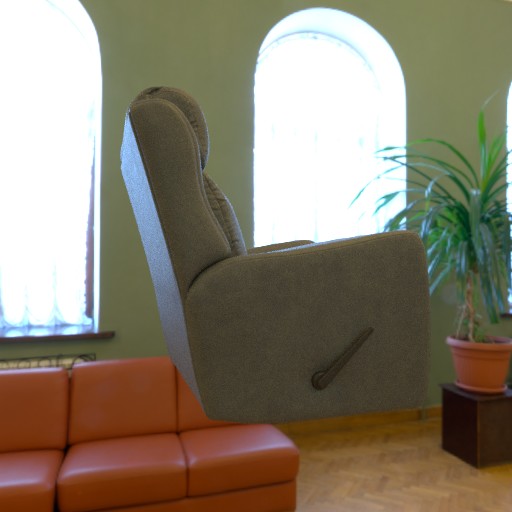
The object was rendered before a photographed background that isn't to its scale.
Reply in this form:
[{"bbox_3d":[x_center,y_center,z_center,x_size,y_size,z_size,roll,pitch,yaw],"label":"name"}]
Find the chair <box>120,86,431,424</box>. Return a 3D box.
[{"bbox_3d":[0.000,0.000,1.843,1.068,1.116,0.967,0,-1,-18],"label":"chair"}]
